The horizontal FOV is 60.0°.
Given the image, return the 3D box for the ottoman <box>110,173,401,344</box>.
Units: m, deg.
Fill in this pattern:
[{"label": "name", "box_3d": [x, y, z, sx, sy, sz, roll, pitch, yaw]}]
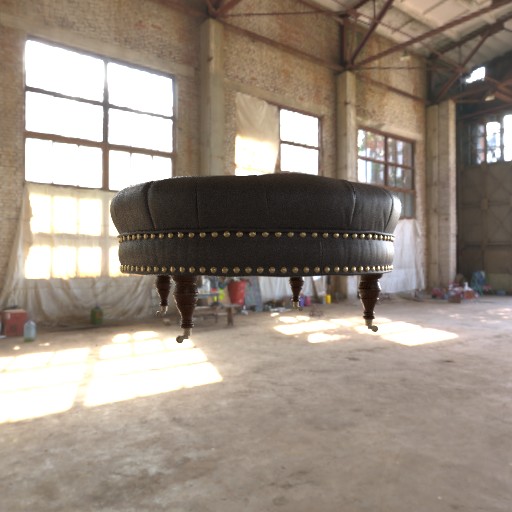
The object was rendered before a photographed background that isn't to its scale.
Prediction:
[{"label": "ottoman", "box_3d": [0.000, 0.000, 1.438, 0.901, 0.439, 0.901, 0, 0, 0]}]
